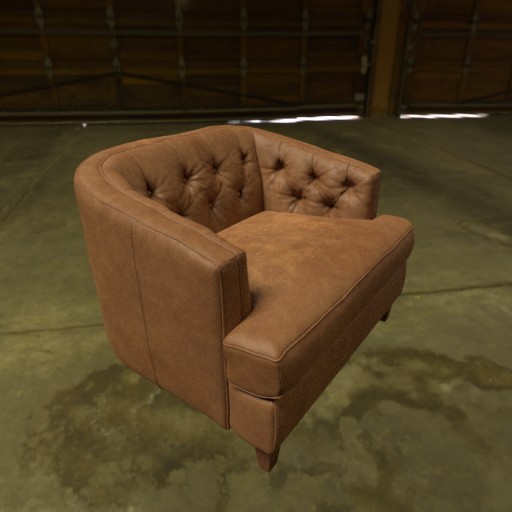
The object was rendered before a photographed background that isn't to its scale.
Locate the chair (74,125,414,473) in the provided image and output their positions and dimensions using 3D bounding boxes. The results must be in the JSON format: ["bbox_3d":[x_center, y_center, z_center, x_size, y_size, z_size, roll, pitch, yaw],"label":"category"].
[{"bbox_3d":[0.000,0.000,1.711,0.911,0.836,1.119,17,30,31],"label":"chair"}]
